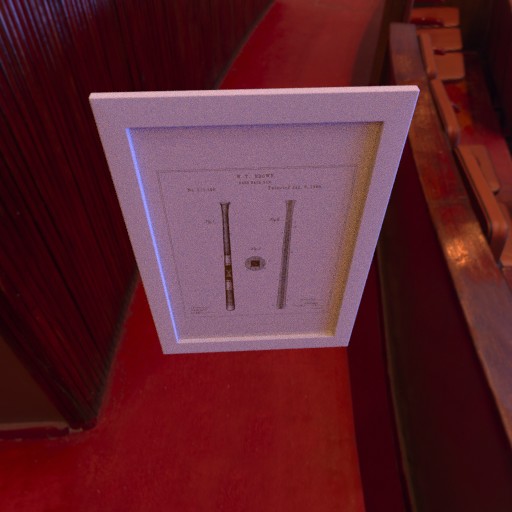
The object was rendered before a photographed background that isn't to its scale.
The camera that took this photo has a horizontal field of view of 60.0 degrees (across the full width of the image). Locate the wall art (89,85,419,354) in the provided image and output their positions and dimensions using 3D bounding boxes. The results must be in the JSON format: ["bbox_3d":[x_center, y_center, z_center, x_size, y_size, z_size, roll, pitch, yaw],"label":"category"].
[{"bbox_3d":[0.000,0.000,0.619,0.329,0.482,0.011,-2,47,-2],"label":"wall art"}]
